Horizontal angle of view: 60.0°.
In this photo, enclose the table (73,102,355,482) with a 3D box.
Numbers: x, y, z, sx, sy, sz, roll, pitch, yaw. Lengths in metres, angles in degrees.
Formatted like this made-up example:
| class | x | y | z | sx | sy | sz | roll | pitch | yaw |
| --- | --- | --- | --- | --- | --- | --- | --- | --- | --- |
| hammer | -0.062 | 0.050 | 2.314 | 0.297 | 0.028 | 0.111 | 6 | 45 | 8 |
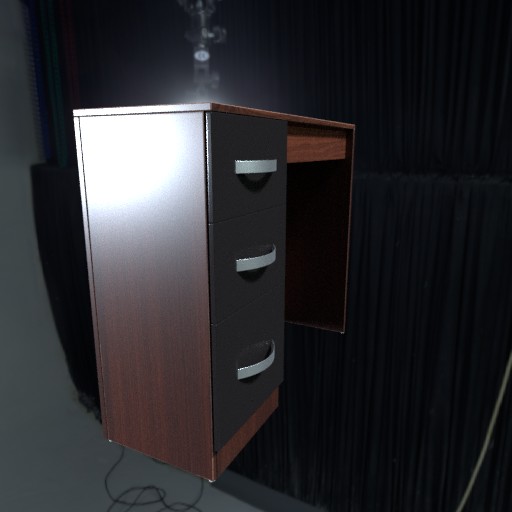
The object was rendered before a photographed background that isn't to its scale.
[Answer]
| class | x | y | z | sx | sy | sz | roll | pitch | yaw |
| --- | --- | --- | --- | --- | --- | --- | --- | --- | --- |
| table | 0.000 | 0.000 | 1.336 | 0.380 | 0.790 | 0.930 | 7 | 15 | 27 |
